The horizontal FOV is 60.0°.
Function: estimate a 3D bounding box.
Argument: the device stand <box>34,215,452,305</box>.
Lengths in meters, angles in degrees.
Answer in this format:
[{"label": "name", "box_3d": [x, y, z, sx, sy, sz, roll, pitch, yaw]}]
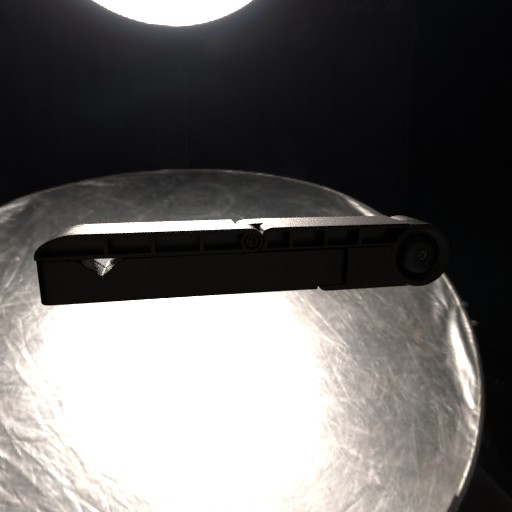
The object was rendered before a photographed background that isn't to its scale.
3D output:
[{"label": "device stand", "box_3d": [0.000, 0.000, 0.199, 0.179, 0.030, 0.026, -3, 14, -11]}]
